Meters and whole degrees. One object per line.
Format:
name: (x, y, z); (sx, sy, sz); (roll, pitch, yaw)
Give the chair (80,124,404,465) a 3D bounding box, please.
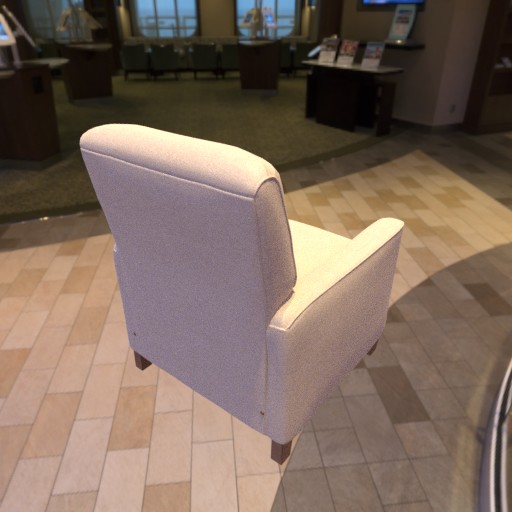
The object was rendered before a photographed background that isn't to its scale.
chair: (0.000, 0.000, 1.641); (0.841, 1.023, 0.858); (21, 35, 32)
